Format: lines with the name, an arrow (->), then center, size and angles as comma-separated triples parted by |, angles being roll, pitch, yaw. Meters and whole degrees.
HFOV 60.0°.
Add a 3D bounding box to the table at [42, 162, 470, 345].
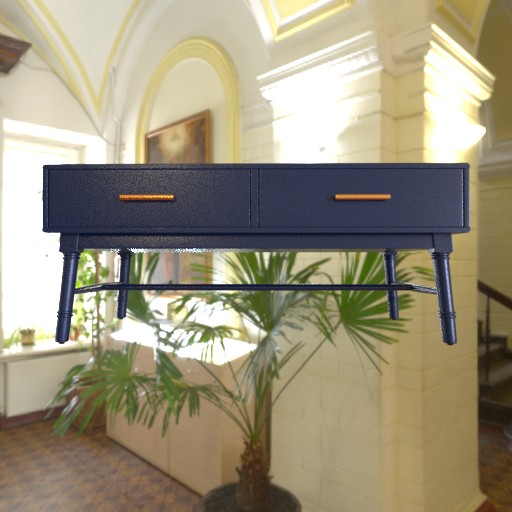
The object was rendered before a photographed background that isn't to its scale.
table -> 0.000, 0.000, 1.366 | 1.067, 0.457, 0.572 | 0, -1, 1
